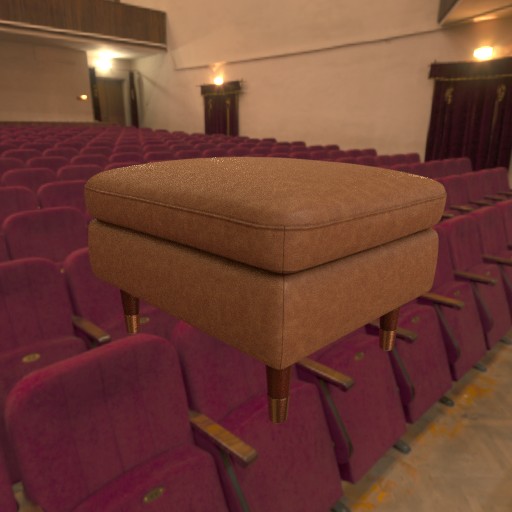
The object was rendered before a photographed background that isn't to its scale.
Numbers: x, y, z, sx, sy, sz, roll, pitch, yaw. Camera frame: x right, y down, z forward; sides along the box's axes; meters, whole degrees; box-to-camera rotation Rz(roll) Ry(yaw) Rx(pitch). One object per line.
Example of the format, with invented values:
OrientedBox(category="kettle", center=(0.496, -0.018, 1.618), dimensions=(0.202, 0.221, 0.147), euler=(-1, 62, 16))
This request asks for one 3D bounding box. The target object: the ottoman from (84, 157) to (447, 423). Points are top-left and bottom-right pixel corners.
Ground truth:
OrientedBox(category="ottoman", center=(0.000, 0.000, 1.120), dimensions=(0.593, 0.478, 0.747), euler=(-15, 22, -43))
